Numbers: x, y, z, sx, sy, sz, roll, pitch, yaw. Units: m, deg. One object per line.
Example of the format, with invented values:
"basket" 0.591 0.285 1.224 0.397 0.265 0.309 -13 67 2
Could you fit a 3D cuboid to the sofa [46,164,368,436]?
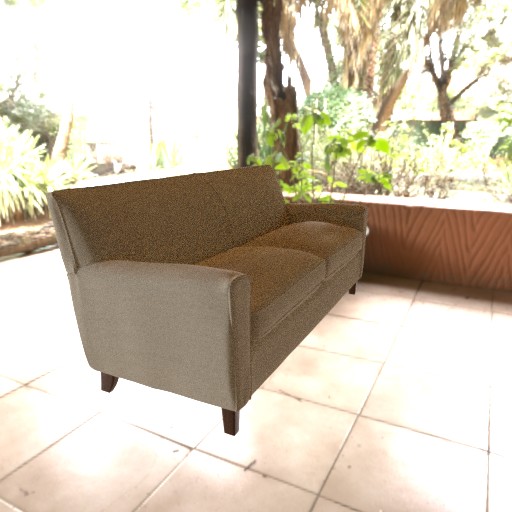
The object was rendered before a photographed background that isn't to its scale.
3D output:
"sofa" 0.000 0.000 2.507 0.841 0.907 2.001 7 16 26
